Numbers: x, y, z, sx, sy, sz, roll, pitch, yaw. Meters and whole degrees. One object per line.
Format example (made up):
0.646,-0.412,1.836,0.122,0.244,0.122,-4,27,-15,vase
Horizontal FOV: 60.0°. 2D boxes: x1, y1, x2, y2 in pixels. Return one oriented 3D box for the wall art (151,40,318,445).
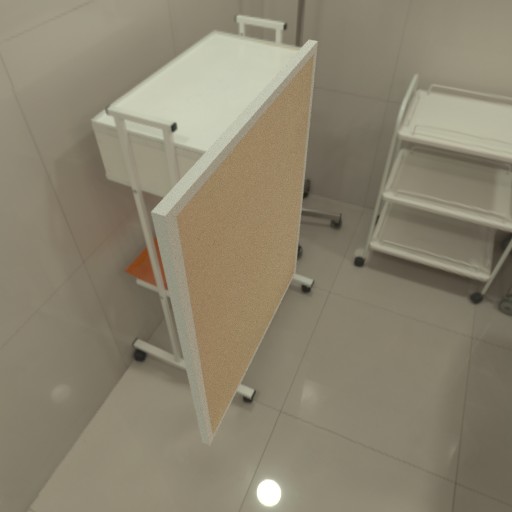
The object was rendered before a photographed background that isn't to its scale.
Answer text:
0.000,0.000,0.627,0.013,0.456,0.382,17,48,16,wall art
